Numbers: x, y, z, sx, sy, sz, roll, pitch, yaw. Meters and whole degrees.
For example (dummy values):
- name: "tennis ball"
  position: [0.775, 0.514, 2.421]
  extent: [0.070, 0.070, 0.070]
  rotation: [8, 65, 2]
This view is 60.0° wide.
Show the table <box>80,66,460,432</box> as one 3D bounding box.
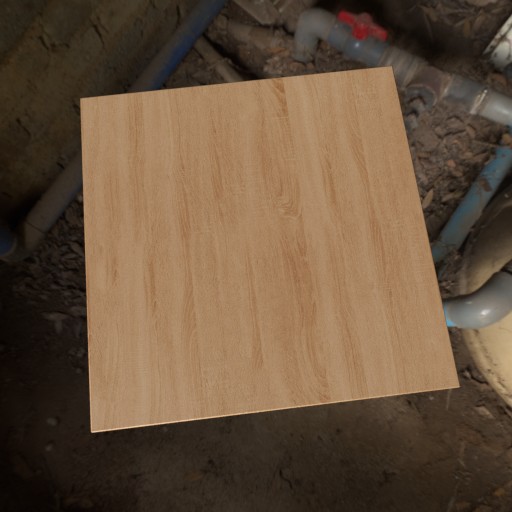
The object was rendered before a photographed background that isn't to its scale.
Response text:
- name: "table"
  position: [0.000, 0.000, 1.129]
  extent: [0.700, 0.450, 0.700]
  rotation: [-7, 77, -1]
